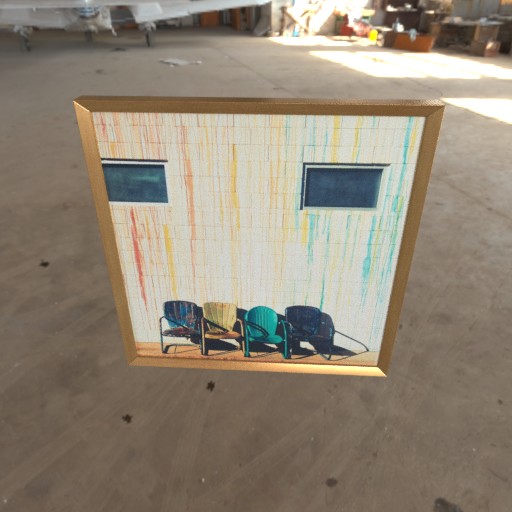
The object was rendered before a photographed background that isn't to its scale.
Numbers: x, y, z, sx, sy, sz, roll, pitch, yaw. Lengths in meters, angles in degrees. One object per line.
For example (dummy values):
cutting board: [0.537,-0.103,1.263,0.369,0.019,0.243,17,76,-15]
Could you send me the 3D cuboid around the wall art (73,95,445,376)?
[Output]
wall art: [0.000,0.000,0.445,0.302,0.302,0.019,2,31,3]
